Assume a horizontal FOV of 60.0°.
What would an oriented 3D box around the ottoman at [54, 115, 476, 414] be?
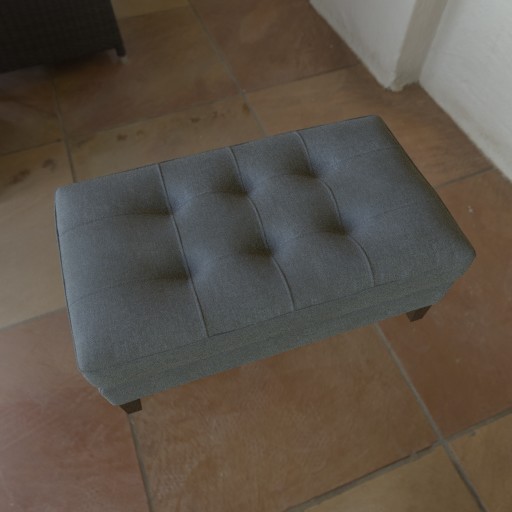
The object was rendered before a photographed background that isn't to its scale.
[{"bbox_3d":[0.000,0.000,1.479,1.143,0.514,0.648,-16,59,-10],"label":"ottoman"}]
